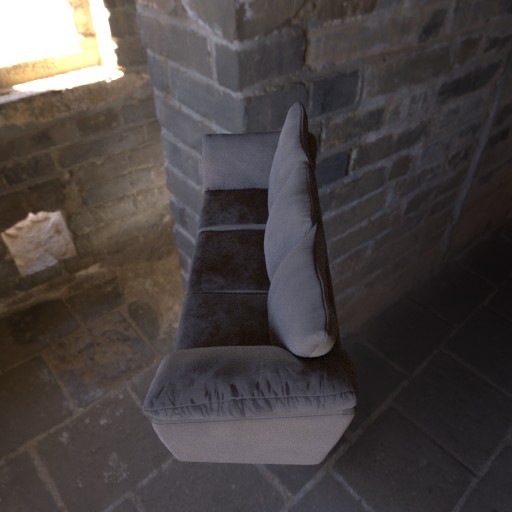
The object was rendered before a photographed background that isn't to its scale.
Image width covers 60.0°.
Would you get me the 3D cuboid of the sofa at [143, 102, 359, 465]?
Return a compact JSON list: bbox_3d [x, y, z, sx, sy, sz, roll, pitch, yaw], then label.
[{"bbox_3d":[0.000,0.000,2.746,0.878,1.073,2.336,1,42,1],"label":"sofa"}]
